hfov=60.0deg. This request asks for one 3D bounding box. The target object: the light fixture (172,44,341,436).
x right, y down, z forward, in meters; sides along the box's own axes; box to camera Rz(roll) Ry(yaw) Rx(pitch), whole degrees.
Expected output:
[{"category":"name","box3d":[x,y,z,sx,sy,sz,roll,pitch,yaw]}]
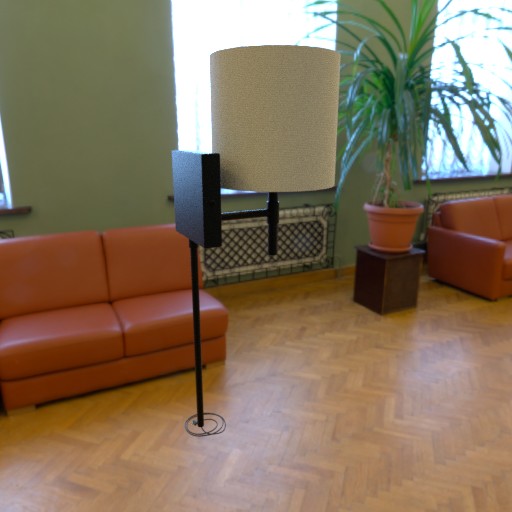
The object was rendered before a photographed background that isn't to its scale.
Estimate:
[{"category":"light fixture","box3d":[0.000,0.000,0.706,0.248,0.589,0.188,-8,18,-27]}]
